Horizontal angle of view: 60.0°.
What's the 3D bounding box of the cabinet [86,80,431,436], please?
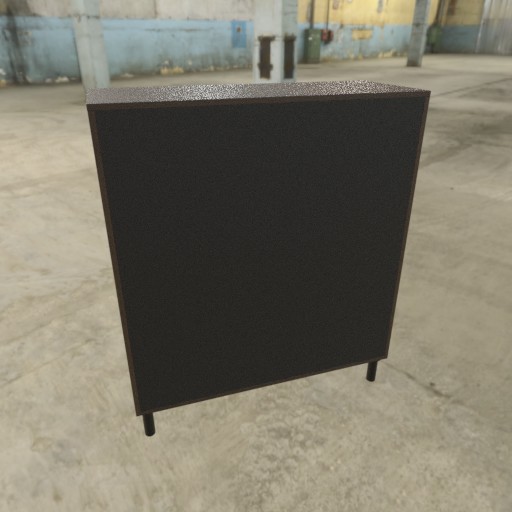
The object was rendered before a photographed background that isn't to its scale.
[{"bbox_3d":[0.000,0.000,1.658,1.010,1.170,0.400,-8,27,-16],"label":"cabinet"}]
